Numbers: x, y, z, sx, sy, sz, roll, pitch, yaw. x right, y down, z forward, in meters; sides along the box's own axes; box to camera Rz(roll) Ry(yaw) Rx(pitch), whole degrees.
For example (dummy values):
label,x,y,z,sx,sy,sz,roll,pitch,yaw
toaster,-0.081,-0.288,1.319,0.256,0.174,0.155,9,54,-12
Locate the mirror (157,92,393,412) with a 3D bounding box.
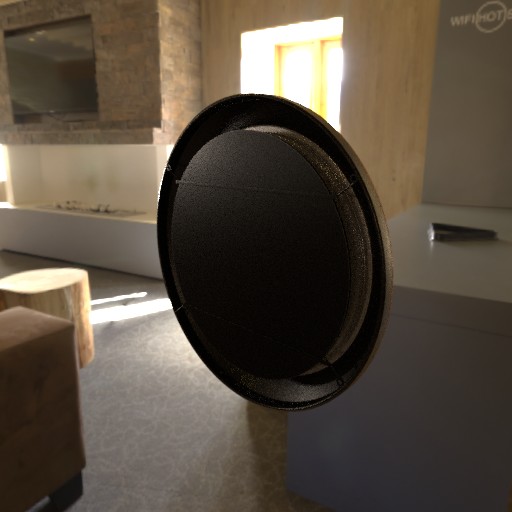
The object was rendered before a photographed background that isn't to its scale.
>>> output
label,x,y,z,sx,sy,sz,roll,pitch,yaw
mirror,0.000,0.000,1.319,0.111,0.907,0.907,-14,19,-43
